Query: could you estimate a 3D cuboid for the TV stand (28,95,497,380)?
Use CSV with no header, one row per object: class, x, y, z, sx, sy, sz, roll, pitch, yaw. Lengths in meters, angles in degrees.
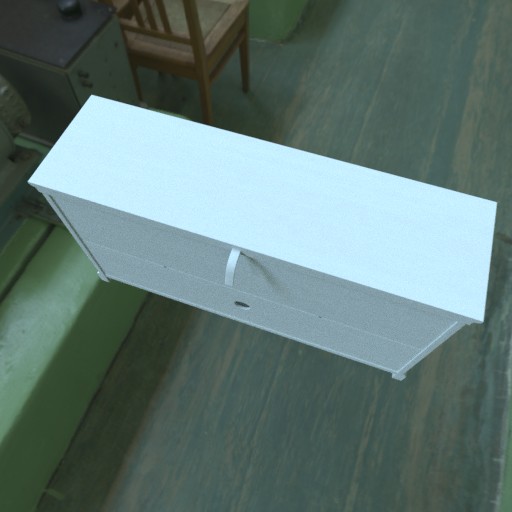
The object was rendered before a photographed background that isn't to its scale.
TV stand,0.000,0.000,1.426,1.187,0.624,0.424,17,63,9
